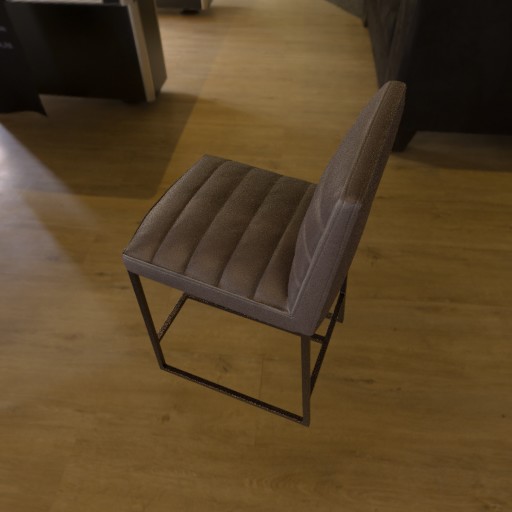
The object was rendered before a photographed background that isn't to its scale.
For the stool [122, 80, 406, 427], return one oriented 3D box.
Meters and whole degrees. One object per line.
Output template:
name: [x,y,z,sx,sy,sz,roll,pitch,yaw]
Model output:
stool: [0.000,0.000,1.250,0.562,0.946,0.463,17,50,15]
